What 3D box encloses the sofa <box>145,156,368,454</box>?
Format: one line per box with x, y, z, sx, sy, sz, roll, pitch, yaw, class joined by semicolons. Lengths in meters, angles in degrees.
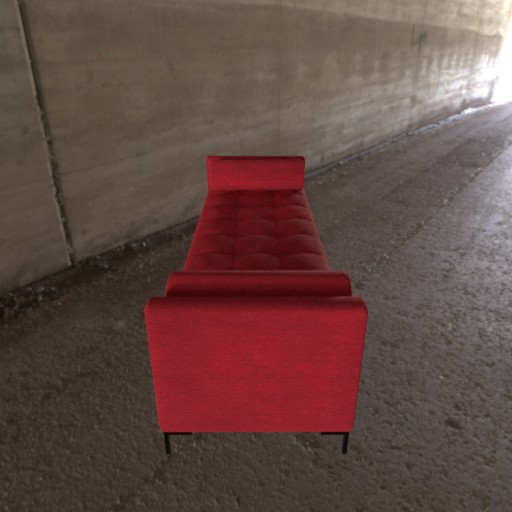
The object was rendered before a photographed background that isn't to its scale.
0.000;0.000;2.348;0.686;0.635;1.981;0;26;0;sofa
